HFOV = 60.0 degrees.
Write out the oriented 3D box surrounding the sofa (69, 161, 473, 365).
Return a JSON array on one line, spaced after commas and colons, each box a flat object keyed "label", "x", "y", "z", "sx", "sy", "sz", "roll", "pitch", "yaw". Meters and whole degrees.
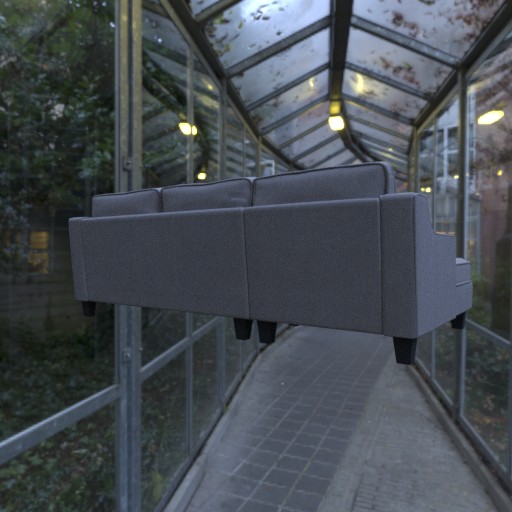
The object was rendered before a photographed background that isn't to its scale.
[{"label": "sofa", "x": 0.000, "y": 0.000, "z": 3.099, "sx": 2.561, "sy": 0.928, "sz": 1.294, "roll": 1, "pitch": 1, "yaw": 36}]
